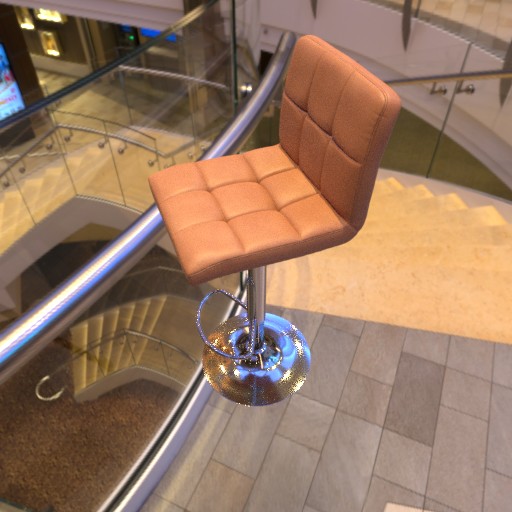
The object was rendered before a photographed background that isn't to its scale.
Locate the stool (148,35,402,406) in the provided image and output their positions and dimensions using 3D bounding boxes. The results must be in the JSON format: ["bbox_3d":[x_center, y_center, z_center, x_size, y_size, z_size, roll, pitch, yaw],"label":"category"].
[{"bbox_3d":[0.000,0.000,1.352,0.505,1.115,0.430,-16,47,-16],"label":"stool"}]
